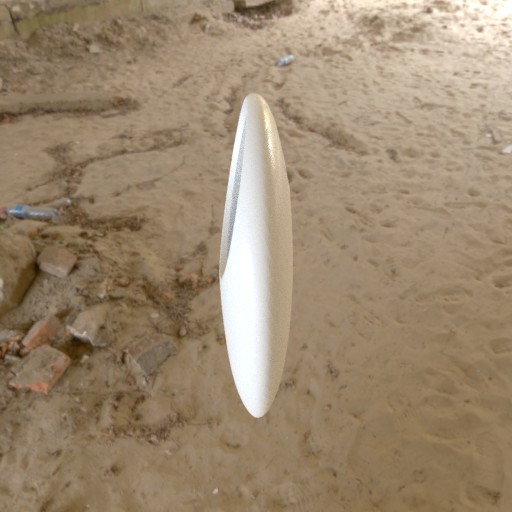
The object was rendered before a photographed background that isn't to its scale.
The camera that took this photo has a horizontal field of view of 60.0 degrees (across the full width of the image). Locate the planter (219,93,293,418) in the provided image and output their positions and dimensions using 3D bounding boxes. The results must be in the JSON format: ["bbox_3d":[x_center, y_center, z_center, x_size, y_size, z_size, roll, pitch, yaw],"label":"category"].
[{"bbox_3d":[0.000,0.000,0.274,0.043,0.188,0.185,0,40,0],"label":"planter"}]
